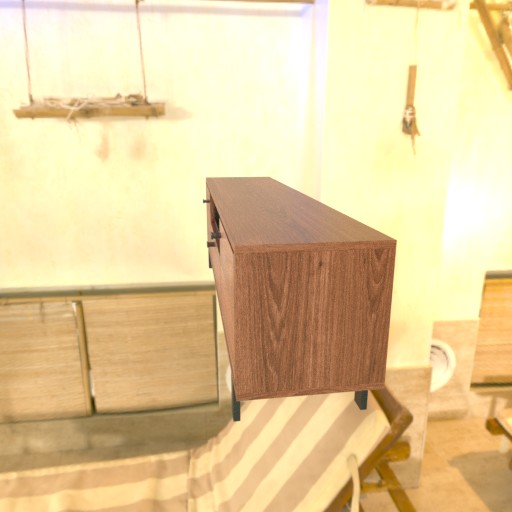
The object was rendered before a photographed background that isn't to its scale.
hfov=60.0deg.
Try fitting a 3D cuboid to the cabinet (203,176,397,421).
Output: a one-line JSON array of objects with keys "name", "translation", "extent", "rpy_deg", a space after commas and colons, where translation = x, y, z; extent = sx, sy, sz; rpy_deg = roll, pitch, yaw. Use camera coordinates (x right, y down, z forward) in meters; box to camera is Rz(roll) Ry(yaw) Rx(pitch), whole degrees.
[{"name": "cabinet", "translation": [0.000, 0.000, 1.826], "extent": [0.400, 0.500, 1.650], "rpy_deg": [-2, 15, -8]}]
